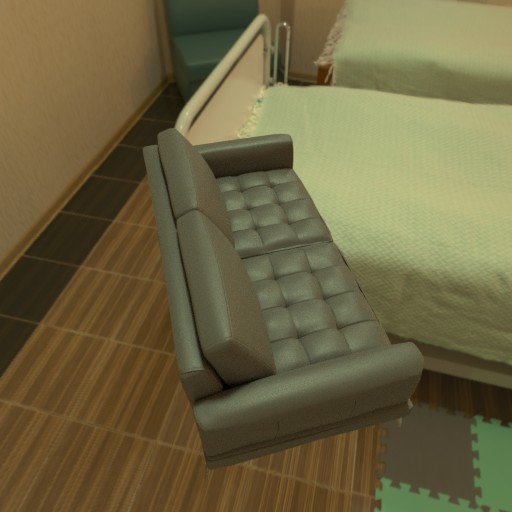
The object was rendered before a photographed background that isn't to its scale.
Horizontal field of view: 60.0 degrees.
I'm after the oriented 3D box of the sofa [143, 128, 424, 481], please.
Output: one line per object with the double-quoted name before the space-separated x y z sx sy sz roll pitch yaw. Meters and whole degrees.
"sofa" 0.000 0.000 2.729 1.121 0.930 2.177 -11 47 -10
